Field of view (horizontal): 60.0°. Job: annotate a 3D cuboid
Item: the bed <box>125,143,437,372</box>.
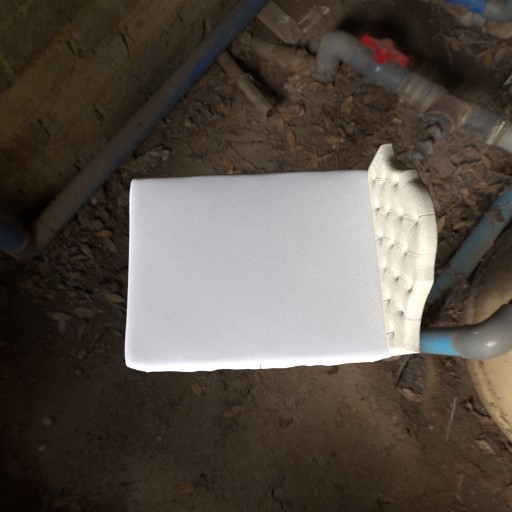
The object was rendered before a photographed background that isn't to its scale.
[{"bbox_3d":[0.000,0.000,3.316,2.092,1.575,1.627,-2,75,-1],"label":"bed"}]
